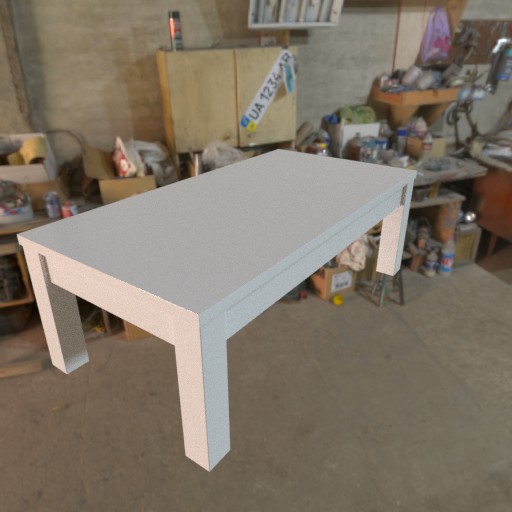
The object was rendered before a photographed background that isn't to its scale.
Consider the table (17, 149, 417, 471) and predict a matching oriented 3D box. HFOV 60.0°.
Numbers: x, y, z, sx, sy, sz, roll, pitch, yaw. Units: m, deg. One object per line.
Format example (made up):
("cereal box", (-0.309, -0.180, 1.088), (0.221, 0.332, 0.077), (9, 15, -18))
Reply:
("table", (0.000, 0.000, 1.667), (0.700, 0.470, 1.350), (18, 31, 32))
